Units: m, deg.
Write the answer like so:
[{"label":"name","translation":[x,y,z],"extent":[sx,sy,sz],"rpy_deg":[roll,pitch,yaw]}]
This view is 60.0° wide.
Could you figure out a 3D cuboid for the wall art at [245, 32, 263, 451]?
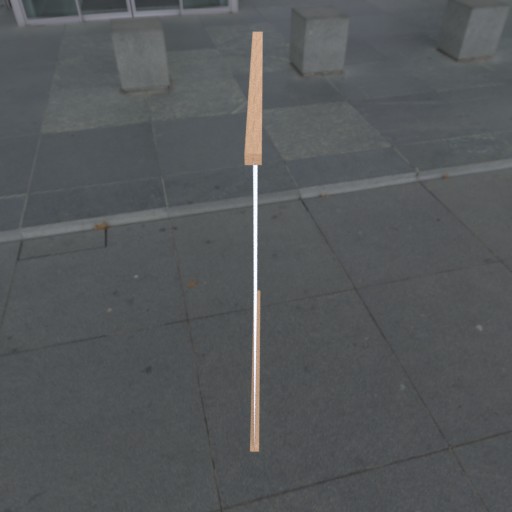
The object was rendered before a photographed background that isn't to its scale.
[{"label":"wall art","translation":[0.000,0.000,0.767],"extent":[0.016,0.611,0.401],"rpy_deg":[1,42,1]}]
